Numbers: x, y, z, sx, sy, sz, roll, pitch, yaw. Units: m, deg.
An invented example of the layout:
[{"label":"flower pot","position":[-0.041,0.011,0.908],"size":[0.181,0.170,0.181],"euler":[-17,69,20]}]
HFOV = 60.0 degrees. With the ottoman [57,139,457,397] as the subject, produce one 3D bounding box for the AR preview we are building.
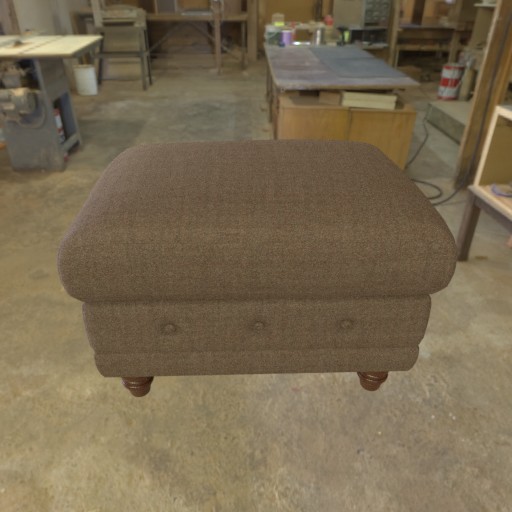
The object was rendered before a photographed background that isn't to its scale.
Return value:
[{"label":"ottoman","position":[0.000,0.000,1.200],"size":[0.809,0.555,0.599],"euler":[-1,32,-2]}]
